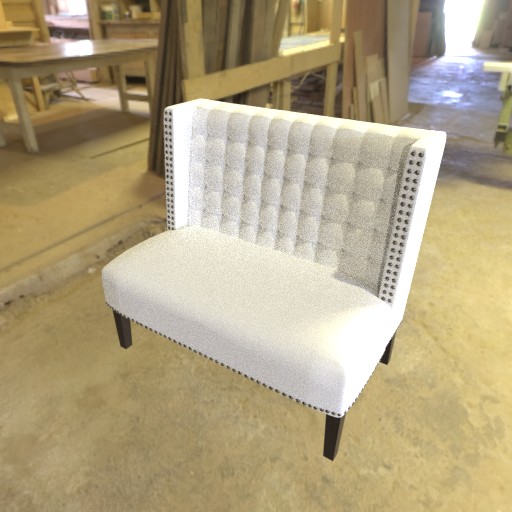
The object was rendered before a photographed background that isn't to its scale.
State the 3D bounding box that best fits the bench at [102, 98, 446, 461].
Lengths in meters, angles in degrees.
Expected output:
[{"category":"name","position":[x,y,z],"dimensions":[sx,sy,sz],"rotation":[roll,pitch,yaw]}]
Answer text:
[{"category":"bench","position":[0.000,0.000,2.019],"dimensions":[1.280,1.123,0.847],"rotation":[18,35,28]}]
